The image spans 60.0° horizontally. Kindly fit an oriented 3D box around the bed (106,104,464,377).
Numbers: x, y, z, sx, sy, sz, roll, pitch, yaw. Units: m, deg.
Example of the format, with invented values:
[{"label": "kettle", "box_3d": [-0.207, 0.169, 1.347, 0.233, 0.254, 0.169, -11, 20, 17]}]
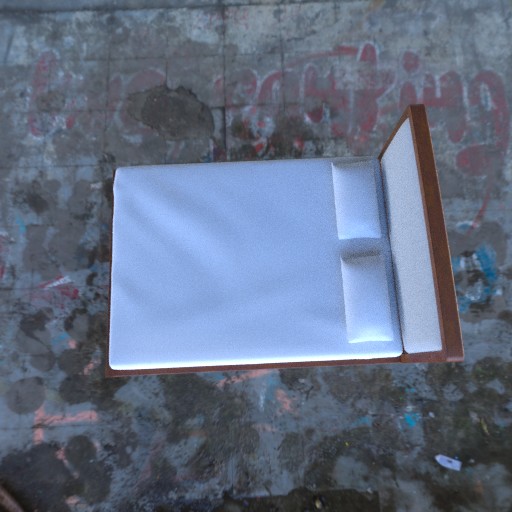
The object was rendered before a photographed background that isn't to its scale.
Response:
[{"label": "bed", "box_3d": [0.000, 0.000, 3.175, 2.196, 1.275, 1.587, -3, 76, -1]}]
